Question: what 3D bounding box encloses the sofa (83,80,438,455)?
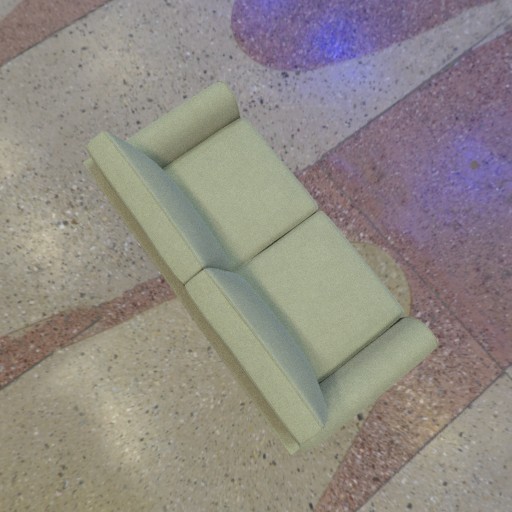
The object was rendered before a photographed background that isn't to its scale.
[{"bbox_3d":[0.000,0.000,2.277,0.861,0.933,1.774,-36,79,-8],"label":"sofa"}]
